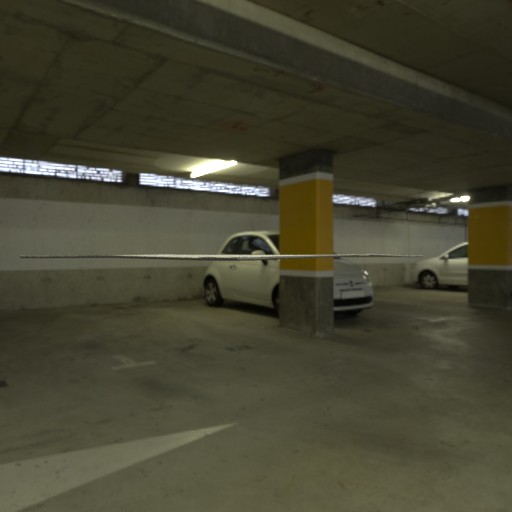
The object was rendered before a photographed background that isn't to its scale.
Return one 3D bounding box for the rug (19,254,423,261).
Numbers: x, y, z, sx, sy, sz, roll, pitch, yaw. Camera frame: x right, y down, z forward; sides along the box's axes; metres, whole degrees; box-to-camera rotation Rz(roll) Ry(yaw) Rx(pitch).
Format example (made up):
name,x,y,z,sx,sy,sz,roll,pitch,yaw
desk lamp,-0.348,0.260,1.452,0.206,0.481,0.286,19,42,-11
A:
name,x,y,z,sx,sy,sz,roll,pitch,yaw
rug,0.000,0.000,2.242,1.159,0.021,1.789,0,0,36
